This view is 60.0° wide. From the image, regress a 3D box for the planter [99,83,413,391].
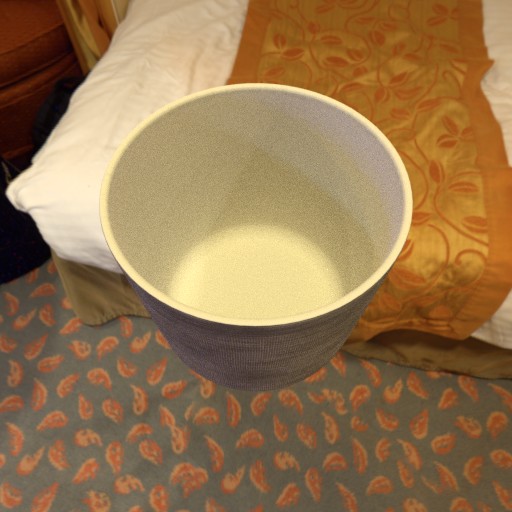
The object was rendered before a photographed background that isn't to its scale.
[{"bbox_3d":[0.000,0.000,0.799,0.440,0.398,0.440,0,58,0],"label":"planter"}]
